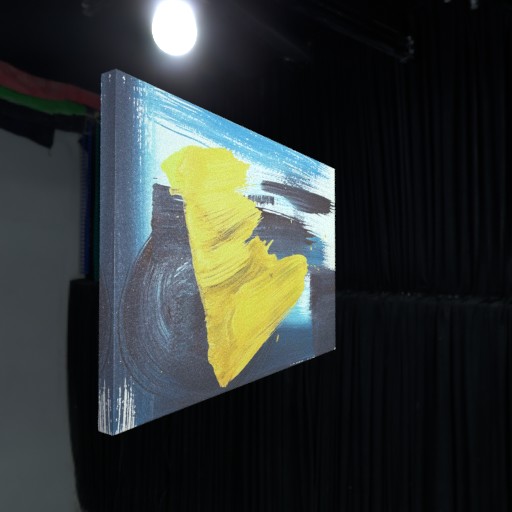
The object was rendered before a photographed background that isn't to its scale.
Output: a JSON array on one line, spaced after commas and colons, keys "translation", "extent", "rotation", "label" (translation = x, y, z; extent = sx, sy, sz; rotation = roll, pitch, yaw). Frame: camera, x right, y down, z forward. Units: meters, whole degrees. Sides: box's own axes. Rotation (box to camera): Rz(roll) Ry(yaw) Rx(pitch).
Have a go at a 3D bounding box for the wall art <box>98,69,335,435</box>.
[{"translation": [0.000, 0.000, 1.128], "extent": [0.039, 0.610, 0.914], "rotation": [-1, -2, 33], "label": "wall art"}]
